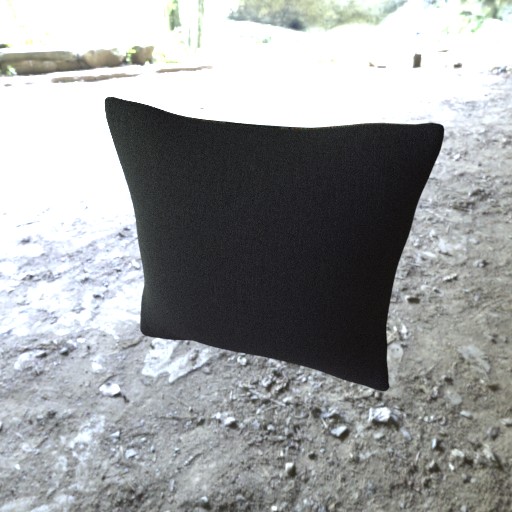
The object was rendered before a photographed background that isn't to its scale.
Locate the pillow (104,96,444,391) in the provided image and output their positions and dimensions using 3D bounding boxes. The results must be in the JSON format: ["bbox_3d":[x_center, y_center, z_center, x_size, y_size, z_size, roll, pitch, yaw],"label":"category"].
[{"bbox_3d":[0.000,0.000,0.643,0.437,0.419,0.136,10,33,15],"label":"pillow"}]
